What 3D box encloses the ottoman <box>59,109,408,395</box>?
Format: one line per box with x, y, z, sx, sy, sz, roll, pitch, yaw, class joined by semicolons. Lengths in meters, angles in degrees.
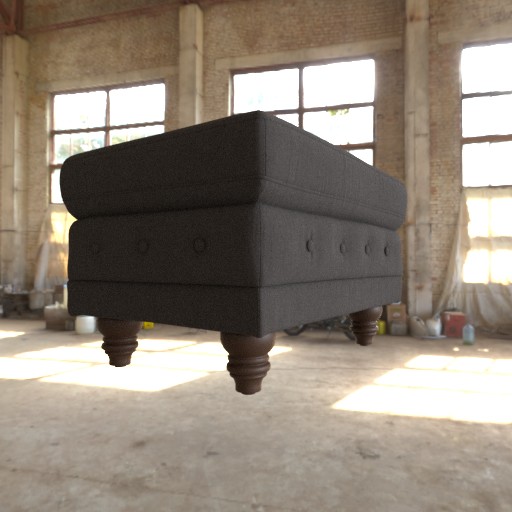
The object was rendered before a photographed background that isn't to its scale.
0.000;0.000;1.128;0.569;0.500;0.771;-1;-1;35;ottoman
